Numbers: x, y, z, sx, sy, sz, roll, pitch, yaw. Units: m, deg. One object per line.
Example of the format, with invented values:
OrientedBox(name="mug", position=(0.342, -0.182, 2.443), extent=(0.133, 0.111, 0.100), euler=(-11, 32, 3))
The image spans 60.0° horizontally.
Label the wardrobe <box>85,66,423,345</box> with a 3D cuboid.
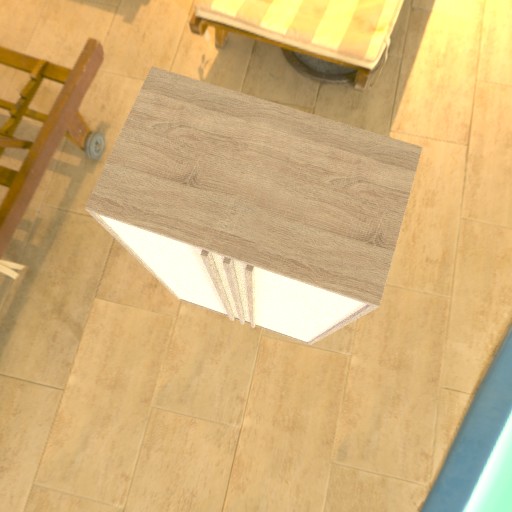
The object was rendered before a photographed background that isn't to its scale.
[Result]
OrientedBox(name="wardrobe", position=(0.000, 0.000, 2.427), extent=(1.000, 1.960, 0.600), euler=(18, 76, 5))
